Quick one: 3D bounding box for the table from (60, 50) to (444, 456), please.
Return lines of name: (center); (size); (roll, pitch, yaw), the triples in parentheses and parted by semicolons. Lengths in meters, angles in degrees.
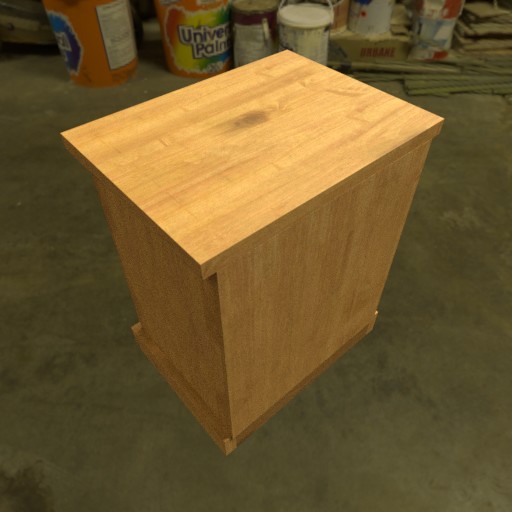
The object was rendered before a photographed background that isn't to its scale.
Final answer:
table: (0.000, 0.000, 1.245); (0.660, 0.813, 0.500); (-32, 54, -27)
